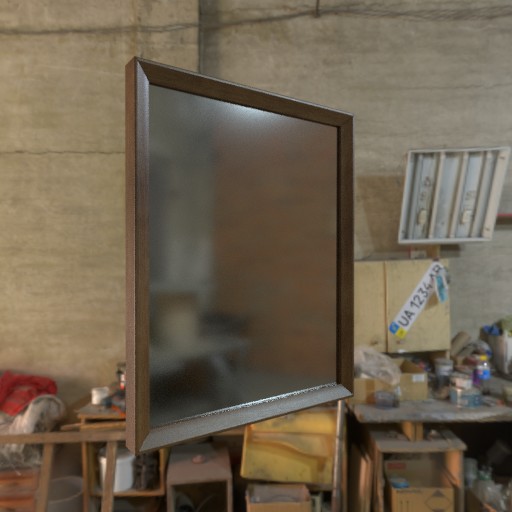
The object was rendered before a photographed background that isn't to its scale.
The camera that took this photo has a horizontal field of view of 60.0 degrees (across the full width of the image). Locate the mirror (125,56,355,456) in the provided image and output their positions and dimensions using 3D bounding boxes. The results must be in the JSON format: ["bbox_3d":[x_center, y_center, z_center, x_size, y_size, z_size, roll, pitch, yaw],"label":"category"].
[{"bbox_3d":[0.000,0.000,0.696,0.406,0.509,0.041,0,0,-35],"label":"mirror"}]
